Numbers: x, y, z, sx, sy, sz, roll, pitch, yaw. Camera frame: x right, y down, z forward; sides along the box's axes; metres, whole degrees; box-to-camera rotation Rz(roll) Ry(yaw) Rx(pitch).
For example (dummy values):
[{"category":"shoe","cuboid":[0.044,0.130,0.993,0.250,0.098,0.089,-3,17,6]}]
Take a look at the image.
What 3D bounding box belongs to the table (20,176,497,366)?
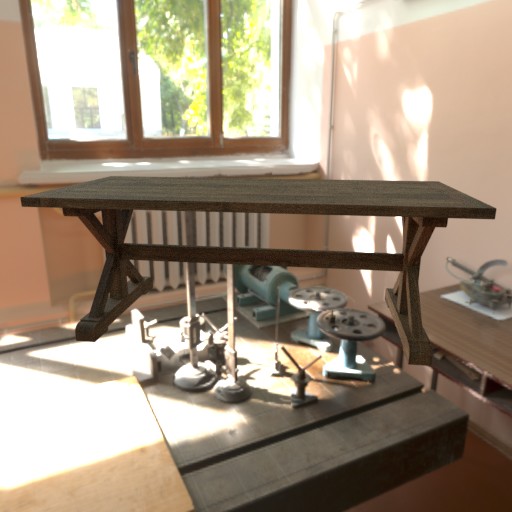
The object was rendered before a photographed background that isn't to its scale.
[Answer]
[{"category":"table","cuboid":[0.000,0.000,2.404,2.031,0.733,0.907,2,16,8]}]
